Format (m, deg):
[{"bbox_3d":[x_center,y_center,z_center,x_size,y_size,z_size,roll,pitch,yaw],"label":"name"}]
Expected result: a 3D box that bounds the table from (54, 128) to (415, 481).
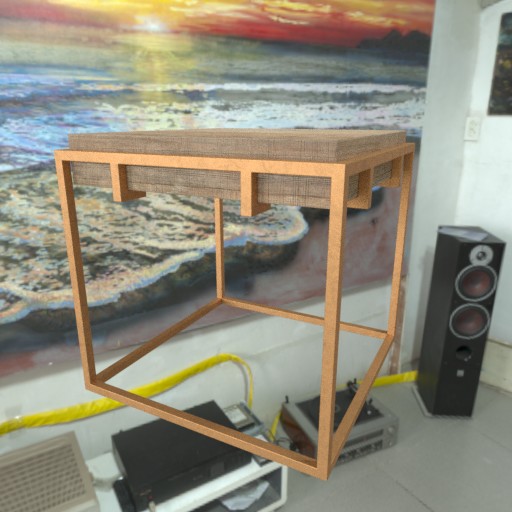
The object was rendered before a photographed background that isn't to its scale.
[{"bbox_3d":[0.000,0.000,1.084,0.599,0.584,0.599,9,19,26],"label":"table"}]
